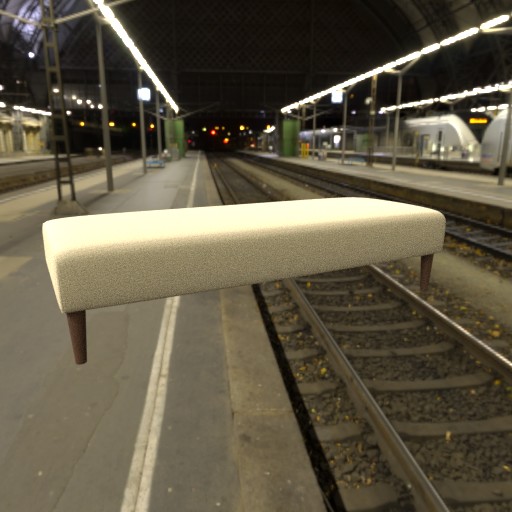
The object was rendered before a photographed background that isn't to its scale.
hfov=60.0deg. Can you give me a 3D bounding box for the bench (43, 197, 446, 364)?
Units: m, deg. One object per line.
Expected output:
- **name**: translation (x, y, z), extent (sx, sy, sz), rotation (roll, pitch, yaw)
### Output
- **bench**: translation (0.000, 0.000, 1.902), extent (1.609, 0.393, 0.646), rotation (-7, 16, -27)
